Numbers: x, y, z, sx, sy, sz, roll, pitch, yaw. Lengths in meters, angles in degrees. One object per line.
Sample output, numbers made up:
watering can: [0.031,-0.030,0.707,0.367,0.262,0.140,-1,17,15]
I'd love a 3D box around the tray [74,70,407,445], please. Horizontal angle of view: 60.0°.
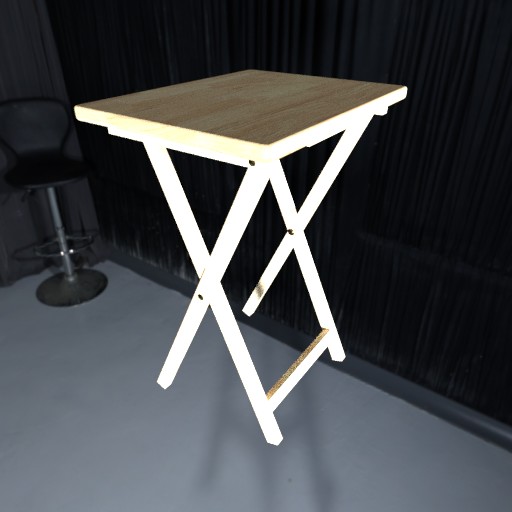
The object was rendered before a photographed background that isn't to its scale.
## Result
tray: [0.000,0.000,0.950,0.381,0.660,0.483,20,36,30]
